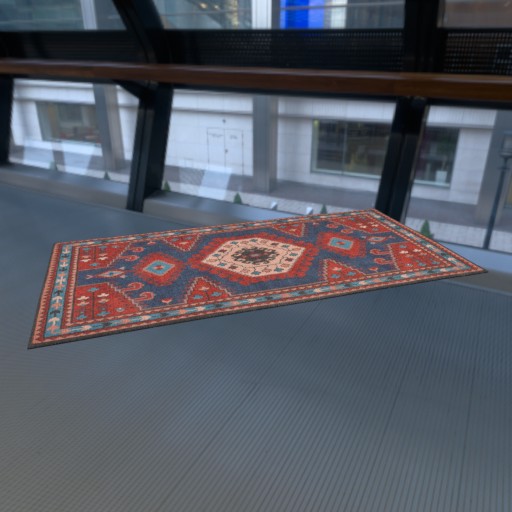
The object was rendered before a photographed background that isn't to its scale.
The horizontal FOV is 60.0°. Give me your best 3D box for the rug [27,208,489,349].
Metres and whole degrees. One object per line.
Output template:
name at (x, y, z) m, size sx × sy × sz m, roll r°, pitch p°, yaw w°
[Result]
rug at (0.000, 0.000, 3.425) m, size 3.032 × 0.034 × 1.522 m, roll -7°, pitch 25°, yaw -16°
